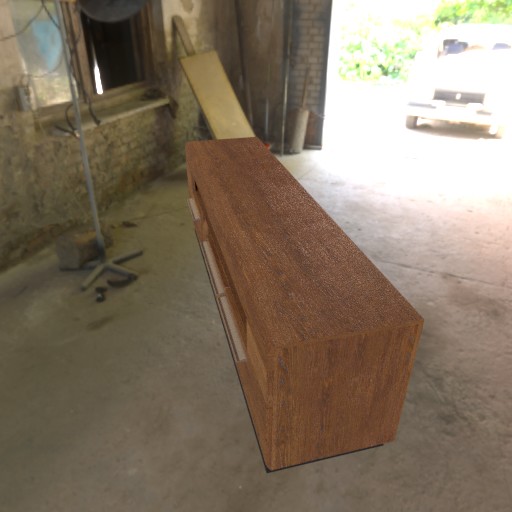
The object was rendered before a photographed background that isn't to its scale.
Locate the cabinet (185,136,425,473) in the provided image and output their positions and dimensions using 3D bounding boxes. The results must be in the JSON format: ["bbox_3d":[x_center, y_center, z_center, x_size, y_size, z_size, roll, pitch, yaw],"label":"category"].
[{"bbox_3d":[0.000,0.000,1.806,0.419,0.510,1.600,-7,32,-12],"label":"cabinet"}]
